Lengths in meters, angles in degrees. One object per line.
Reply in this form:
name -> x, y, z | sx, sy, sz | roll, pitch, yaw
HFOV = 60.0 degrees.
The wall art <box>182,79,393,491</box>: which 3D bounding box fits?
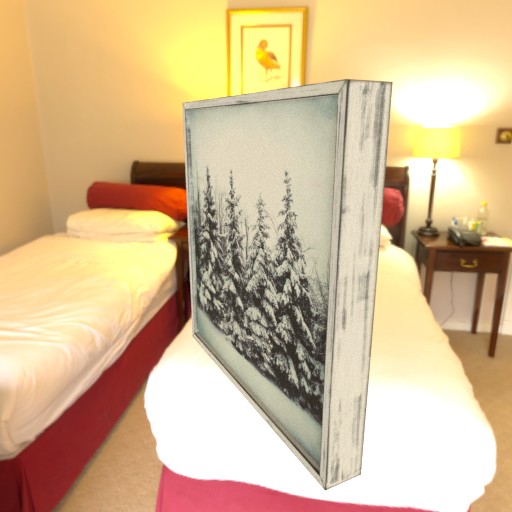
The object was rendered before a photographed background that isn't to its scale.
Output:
wall art -> 0.000, 0.000, 0.444 | 0.036, 0.303, 0.303 | -8, 18, -27
